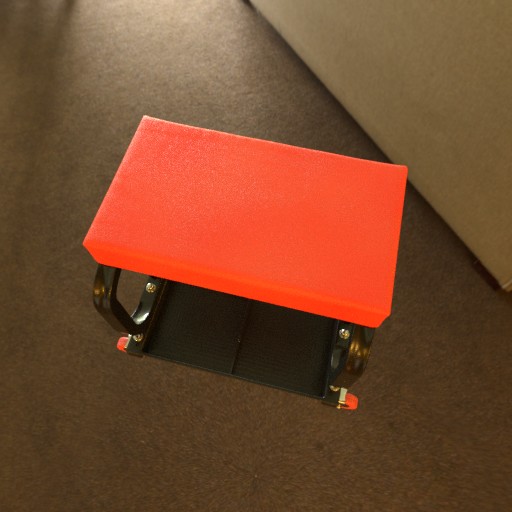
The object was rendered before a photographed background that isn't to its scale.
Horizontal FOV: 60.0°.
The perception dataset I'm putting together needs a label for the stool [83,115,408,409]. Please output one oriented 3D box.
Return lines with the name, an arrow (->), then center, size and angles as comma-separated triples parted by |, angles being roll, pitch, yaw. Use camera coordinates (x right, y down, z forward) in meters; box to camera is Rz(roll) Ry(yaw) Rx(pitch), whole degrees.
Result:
stool -> 0.000, 0.000, 0.729 | 0.446, 0.380, 0.371 | 13, 64, 6
